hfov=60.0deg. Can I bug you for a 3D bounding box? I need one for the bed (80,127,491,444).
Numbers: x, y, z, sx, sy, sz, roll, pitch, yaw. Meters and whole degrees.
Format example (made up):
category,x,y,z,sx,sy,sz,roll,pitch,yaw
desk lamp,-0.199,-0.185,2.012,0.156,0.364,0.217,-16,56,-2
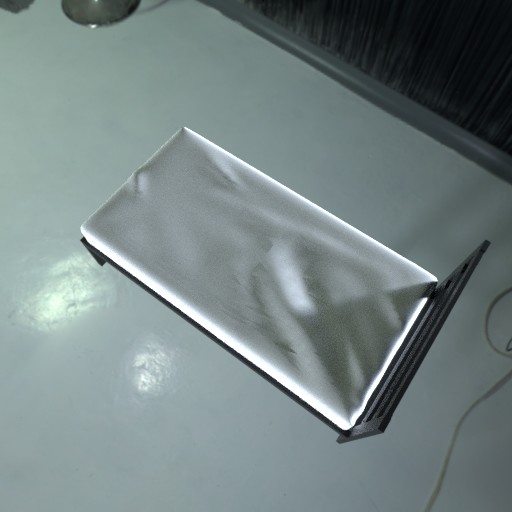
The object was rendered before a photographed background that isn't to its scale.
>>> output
category,x,y,z,sx,sy,sz,roll,pitch,yaw
bed,0.000,0.000,2.508,1.930,0.967,0.991,33,69,15
